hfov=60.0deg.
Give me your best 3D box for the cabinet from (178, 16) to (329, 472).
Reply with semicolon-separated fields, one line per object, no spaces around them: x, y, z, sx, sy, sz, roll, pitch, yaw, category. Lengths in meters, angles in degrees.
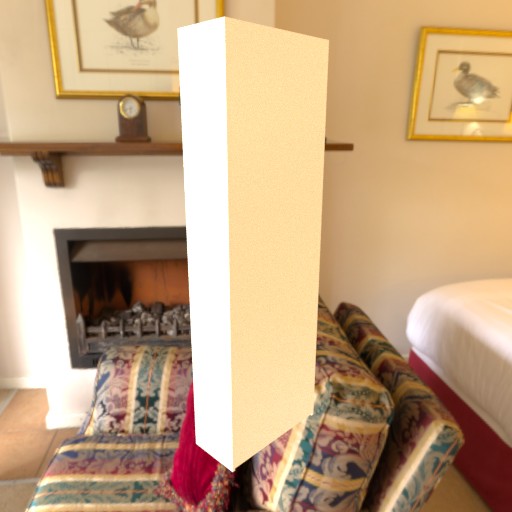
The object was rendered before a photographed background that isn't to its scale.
0.000;0.000;1.798;0.255;1.630;0.520;16;22;43;cabinet
